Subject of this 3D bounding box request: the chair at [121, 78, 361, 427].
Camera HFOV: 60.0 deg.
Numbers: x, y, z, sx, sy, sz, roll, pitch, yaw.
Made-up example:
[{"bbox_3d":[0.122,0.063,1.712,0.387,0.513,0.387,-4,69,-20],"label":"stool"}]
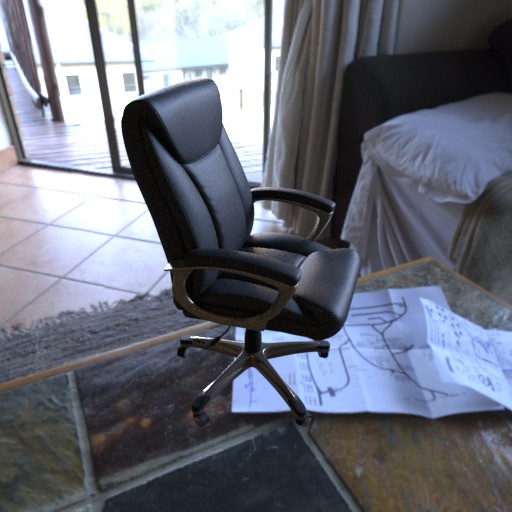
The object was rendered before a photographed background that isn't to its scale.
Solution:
[{"bbox_3d":[0.000,0.000,1.660,0.748,1.188,0.694,10,31,17],"label":"chair"}]
